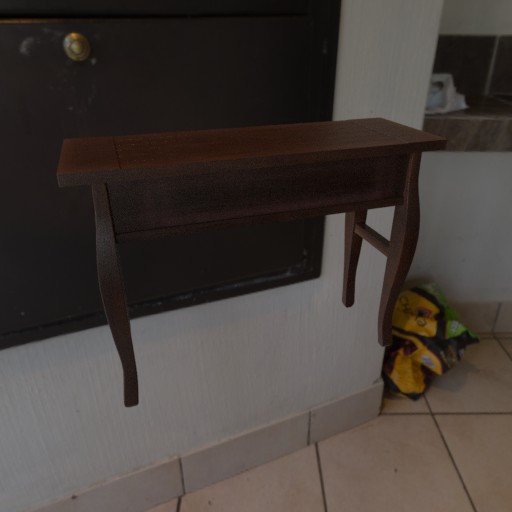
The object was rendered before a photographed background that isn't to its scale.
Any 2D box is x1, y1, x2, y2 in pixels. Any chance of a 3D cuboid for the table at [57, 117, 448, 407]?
[{"bbox_3d":[0.000,0.000,1.470,1.062,0.768,0.373,-9,29,-16],"label":"table"}]
